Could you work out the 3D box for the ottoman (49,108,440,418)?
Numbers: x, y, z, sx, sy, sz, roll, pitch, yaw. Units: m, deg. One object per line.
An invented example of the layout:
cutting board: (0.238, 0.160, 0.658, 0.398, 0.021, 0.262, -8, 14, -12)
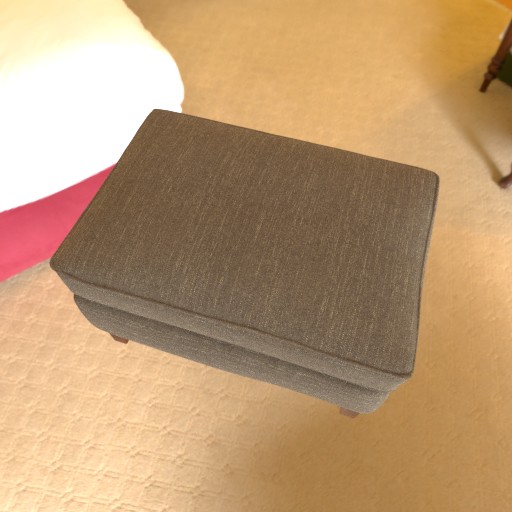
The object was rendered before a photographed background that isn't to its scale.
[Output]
ottoman: (0.000, 0.000, 0.994, 0.686, 0.406, 0.508, 16, 60, 9)
